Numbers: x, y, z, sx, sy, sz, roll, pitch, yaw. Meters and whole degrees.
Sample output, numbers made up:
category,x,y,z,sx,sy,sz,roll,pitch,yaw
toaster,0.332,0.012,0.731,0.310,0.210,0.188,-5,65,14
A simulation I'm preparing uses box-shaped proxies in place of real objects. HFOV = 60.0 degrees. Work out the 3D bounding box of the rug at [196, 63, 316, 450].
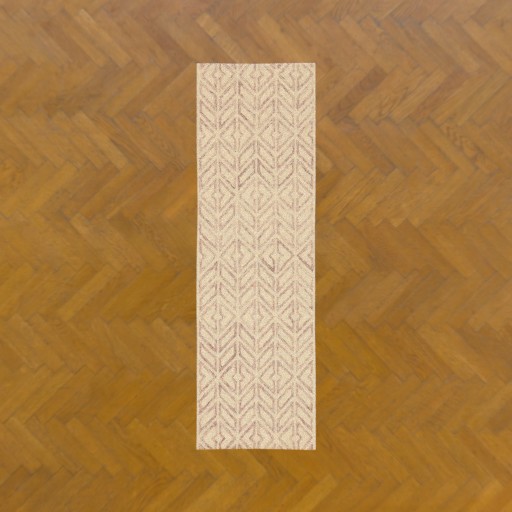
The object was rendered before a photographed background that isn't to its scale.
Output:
category,x,y,z,sx,sy,sz,roll,pitch,yaw
rug,0.000,0.000,2.792,0.750,0.009,2.435,0,90,0
